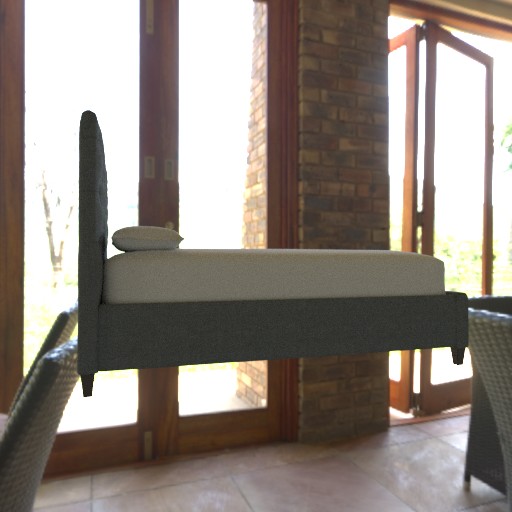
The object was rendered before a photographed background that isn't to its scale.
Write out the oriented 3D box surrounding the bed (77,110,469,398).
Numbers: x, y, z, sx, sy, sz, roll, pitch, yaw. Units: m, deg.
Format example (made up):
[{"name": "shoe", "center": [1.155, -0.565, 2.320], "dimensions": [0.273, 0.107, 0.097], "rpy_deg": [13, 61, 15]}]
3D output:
[{"name": "bed", "center": [0.000, 0.000, 3.289], "dimensions": [2.335, 1.411, 1.698], "rpy_deg": [0, -1, -17]}]
